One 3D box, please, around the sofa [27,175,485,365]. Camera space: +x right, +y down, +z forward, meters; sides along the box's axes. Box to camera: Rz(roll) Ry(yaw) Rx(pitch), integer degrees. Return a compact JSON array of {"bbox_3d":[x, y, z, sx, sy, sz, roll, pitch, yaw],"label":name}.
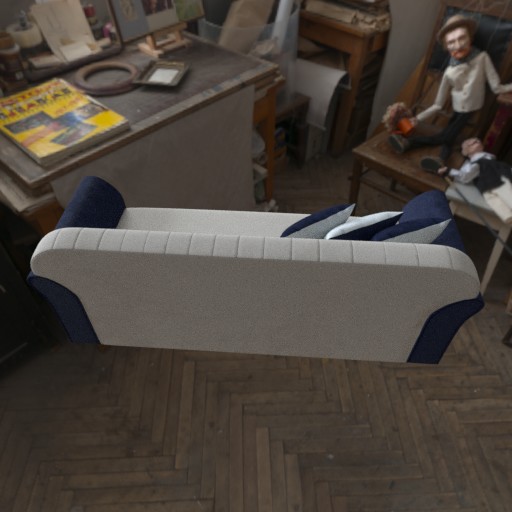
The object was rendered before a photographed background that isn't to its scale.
[{"bbox_3d":[0.000,0.000,2.305,2.006,0.789,0.749,3,46,3],"label":"sofa"}]
